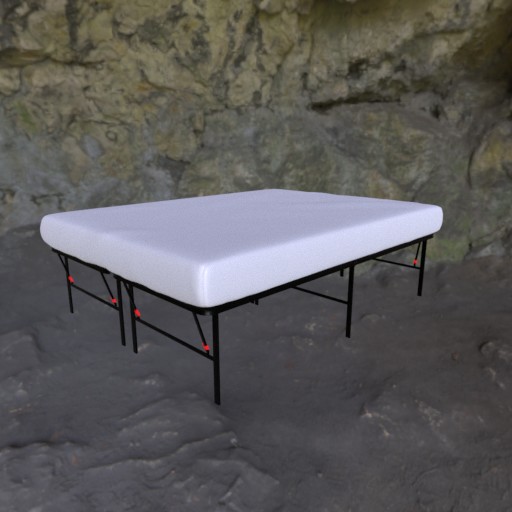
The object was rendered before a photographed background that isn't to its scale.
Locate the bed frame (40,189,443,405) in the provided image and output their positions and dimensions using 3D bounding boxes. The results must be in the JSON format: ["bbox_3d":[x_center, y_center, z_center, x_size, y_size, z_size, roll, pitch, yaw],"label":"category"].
[{"bbox_3d":[0.000,0.000,2.898,1.584,0.667,2.151,14,20,43],"label":"bed frame"}]
